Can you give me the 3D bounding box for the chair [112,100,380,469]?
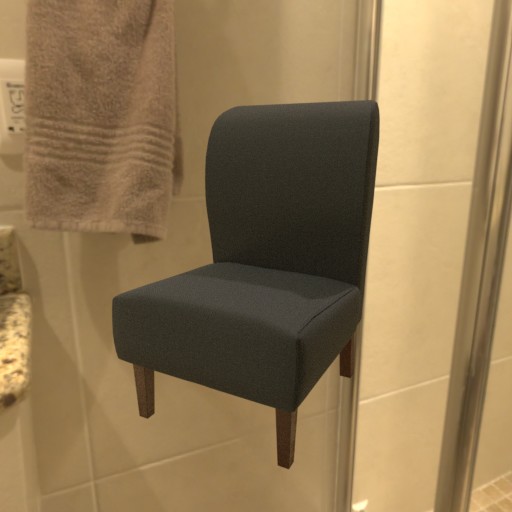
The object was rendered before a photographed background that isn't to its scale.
[{"bbox_3d":[0.000,0.000,1.167,0.513,0.804,0.592,7,16,27],"label":"chair"}]
